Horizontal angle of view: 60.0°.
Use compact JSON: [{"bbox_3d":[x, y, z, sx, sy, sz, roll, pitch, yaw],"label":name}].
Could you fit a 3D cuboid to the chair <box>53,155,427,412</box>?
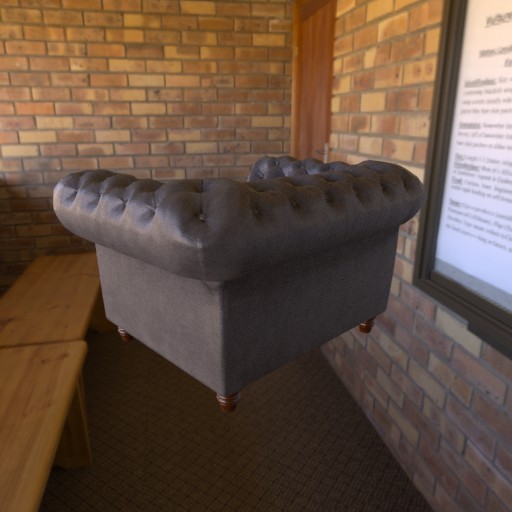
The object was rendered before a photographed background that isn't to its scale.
[{"bbox_3d":[0.000,0.000,1.877,1.298,0.780,0.943,-16,23,-41],"label":"chair"}]
